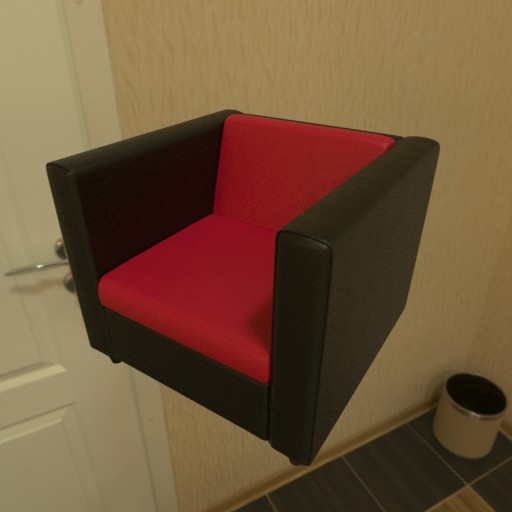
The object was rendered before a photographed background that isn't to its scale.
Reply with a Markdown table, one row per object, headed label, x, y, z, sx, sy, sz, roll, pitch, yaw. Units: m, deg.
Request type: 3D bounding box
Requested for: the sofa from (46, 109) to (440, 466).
| label | x | y | z | sx | sy | sz | roll | pitch | yaw |
| --- | --- | --- | --- | --- | --- | --- | --- | --- | --- |
| sofa | 0.000 | 0.000 | 1.430 | 0.839 | 0.724 | 0.809 | 18 | 35 | 28 |
